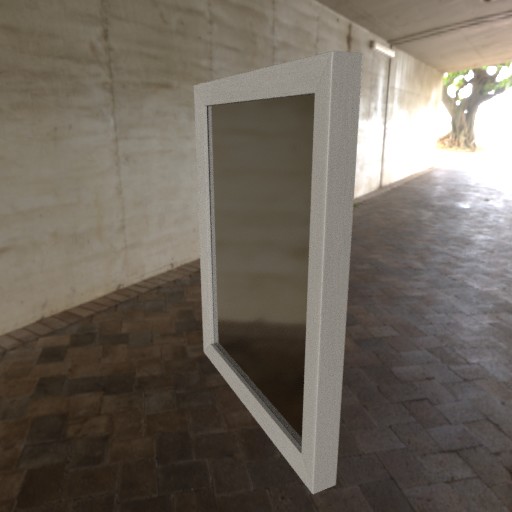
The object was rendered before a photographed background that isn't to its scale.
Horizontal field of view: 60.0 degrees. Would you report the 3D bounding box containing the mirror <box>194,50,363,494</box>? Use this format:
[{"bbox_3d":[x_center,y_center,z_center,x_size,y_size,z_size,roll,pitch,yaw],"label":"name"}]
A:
[{"bbox_3d":[0.000,0.000,0.664,0.041,0.508,0.405,-8,18,-25],"label":"mirror"}]
